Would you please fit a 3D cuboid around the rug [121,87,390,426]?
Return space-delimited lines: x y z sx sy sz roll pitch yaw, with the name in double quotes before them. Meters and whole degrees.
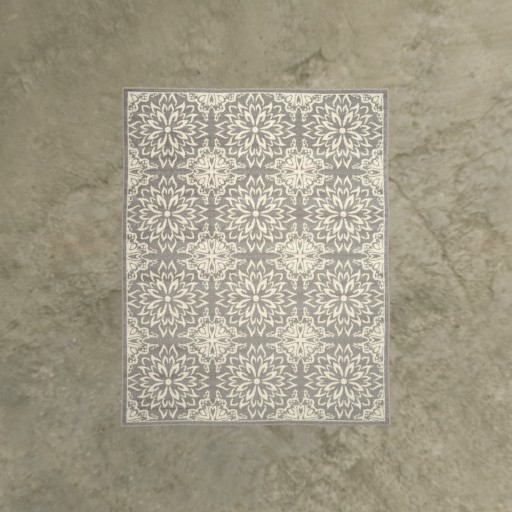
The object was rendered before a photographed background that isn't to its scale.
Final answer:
"rug" 0.000 0.000 3.906 2.363 0.012 2.980 0 89 -1
